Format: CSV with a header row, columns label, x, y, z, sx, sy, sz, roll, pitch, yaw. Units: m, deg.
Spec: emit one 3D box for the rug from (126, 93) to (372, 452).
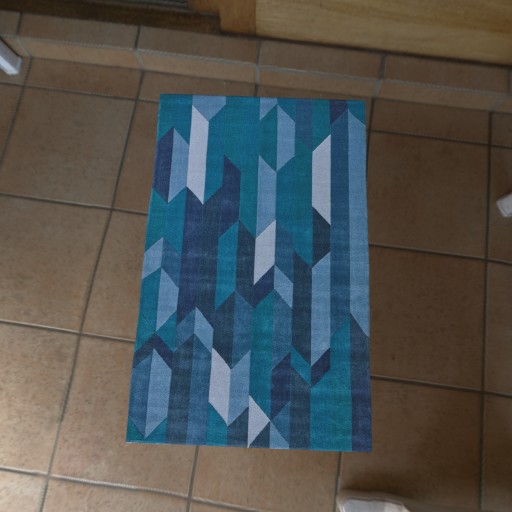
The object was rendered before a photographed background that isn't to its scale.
label,x,y,z,sx,sy,sz,roll,pitch,yaw
rug,0.000,0.000,3.005,1.528,0.005,2.420,2,77,1
